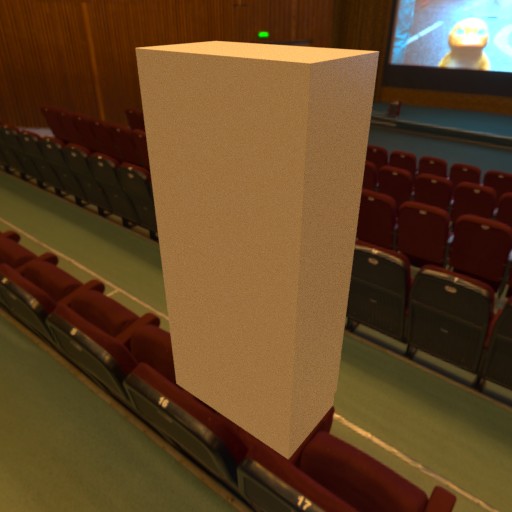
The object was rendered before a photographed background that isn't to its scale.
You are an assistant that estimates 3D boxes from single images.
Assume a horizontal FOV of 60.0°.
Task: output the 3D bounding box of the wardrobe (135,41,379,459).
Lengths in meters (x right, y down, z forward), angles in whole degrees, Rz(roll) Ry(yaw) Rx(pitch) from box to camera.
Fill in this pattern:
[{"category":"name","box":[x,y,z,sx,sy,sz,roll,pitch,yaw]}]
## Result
[{"category":"wardrobe","box":[0.000,0.000,2.004,0.760,1.700,0.470,22,36,33]}]
